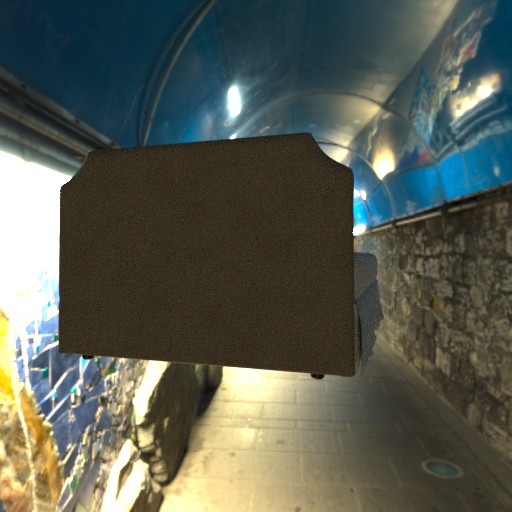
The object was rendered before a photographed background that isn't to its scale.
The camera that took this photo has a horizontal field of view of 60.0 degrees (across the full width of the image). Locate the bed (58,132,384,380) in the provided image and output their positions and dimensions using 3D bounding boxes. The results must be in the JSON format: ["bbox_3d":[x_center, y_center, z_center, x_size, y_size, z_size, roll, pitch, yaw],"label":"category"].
[{"bbox_3d":[0.000,0.000,3.672,1.977,1.293,2.498,0,0,18],"label":"bed"}]
